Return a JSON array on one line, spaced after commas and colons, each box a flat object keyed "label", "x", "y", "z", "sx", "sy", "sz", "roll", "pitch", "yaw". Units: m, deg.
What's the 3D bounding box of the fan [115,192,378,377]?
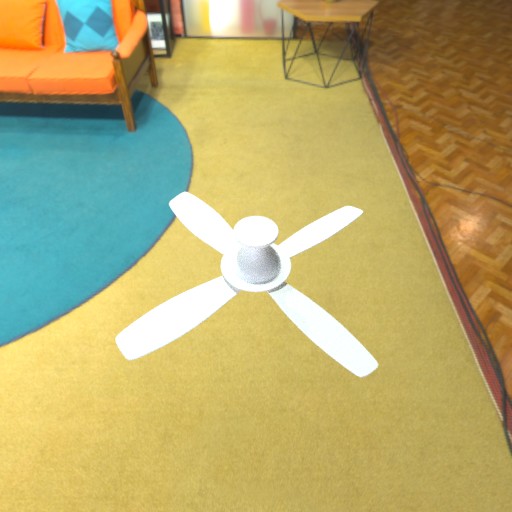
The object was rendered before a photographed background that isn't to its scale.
[{"label": "fan", "x": 0.000, "y": 0.000, "z": 2.442, "sx": 1.694, "sy": 0.382, "sz": 1.693, "roll": -30, "pitch": 53, "yaw": -26}]
